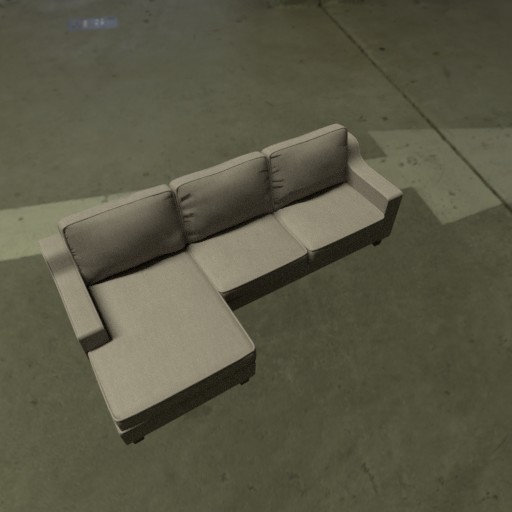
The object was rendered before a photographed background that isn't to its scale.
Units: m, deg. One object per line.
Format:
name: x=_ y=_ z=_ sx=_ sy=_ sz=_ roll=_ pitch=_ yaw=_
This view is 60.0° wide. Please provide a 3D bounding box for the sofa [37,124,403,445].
sofa: x=0.000 y=0.000 z=3.160 sx=2.561 sy=0.928 sz=1.294 roll=-24 pitch=51 yaw=-21
